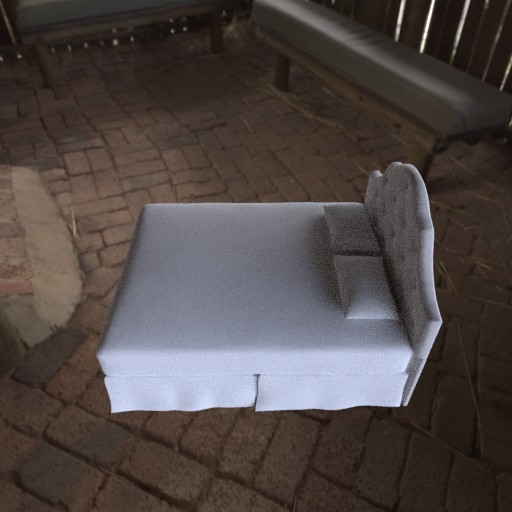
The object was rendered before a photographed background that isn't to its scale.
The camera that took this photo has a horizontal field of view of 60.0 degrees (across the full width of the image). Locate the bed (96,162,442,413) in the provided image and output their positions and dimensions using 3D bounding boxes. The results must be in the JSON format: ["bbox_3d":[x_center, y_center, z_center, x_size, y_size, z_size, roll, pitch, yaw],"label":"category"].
[{"bbox_3d":[0.000,0.000,3.856,2.477,1.617,2.039,0,42,0],"label":"bed"}]
